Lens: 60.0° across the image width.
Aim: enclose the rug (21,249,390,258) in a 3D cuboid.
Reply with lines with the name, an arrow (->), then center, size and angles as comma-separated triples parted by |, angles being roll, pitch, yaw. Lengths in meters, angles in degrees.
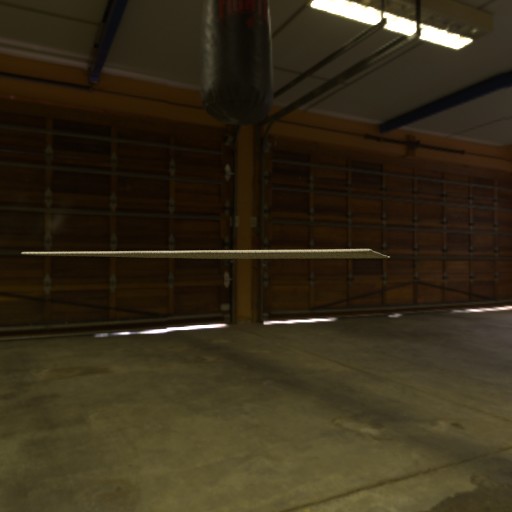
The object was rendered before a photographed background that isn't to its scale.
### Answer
rug -> 0.000, 0.000, 4.372 | 2.436, 0.026, 3.381 | 0, -1, 18
